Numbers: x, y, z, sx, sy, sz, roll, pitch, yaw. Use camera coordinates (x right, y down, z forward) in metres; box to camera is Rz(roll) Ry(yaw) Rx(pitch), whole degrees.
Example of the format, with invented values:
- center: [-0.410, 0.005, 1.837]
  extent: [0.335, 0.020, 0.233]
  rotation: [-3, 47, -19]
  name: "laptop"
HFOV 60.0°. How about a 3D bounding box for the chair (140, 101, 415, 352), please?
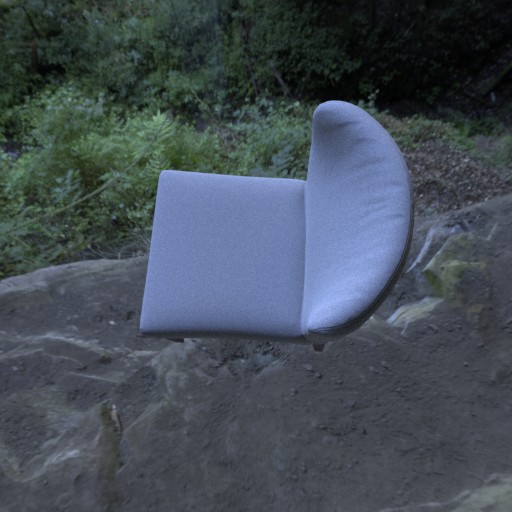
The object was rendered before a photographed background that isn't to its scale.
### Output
- center: [0.000, 0.000, 1.218]
  extent: [0.592, 0.839, 0.491]
  rotation: [3, 75, 1]
  name: "chair"
